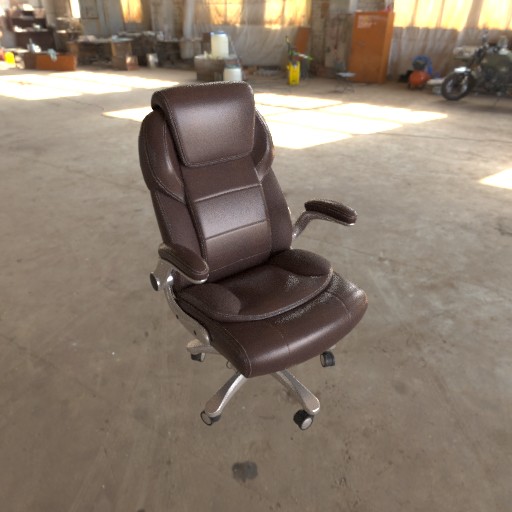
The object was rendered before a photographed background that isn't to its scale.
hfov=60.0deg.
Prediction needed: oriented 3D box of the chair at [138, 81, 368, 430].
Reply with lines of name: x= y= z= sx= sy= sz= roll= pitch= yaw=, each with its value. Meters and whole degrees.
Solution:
chair: x=0.000 y=0.000 z=1.679 sx=0.733 sy=1.160 sz=0.774 roll=-20 pitch=35 yaw=-32
